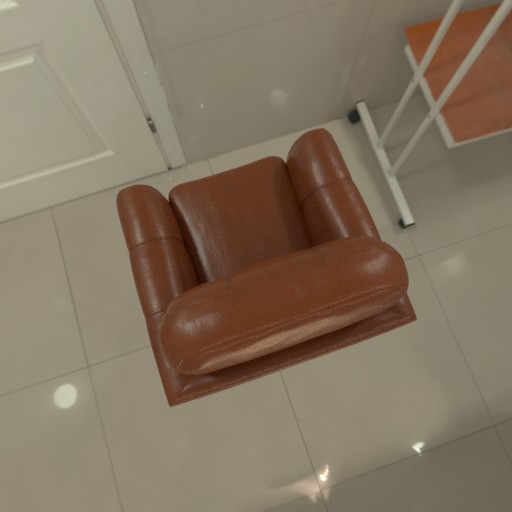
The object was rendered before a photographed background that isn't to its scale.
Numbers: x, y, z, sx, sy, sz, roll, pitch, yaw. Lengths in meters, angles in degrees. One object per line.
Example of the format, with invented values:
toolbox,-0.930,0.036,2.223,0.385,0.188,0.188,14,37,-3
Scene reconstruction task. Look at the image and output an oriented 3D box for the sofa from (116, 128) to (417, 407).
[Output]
sofa,0.000,0.000,1.559,0.836,0.876,0.789,-18,76,-5
